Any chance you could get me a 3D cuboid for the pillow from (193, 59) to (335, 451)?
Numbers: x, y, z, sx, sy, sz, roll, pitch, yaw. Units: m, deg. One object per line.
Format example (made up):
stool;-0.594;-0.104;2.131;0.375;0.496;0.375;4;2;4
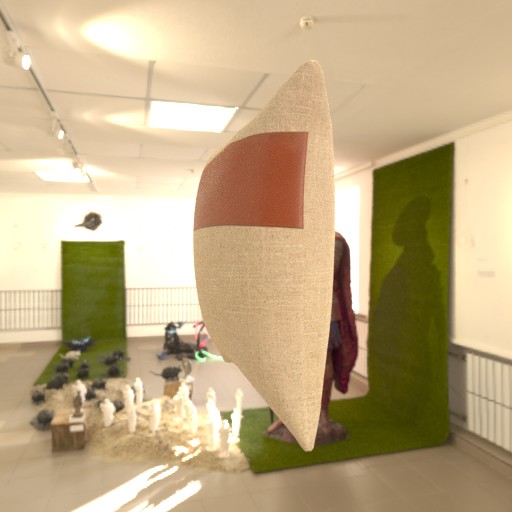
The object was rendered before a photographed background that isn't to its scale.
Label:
pillow;0.000;0.000;0.642;0.173;0.399;0.414;0;0;-16
